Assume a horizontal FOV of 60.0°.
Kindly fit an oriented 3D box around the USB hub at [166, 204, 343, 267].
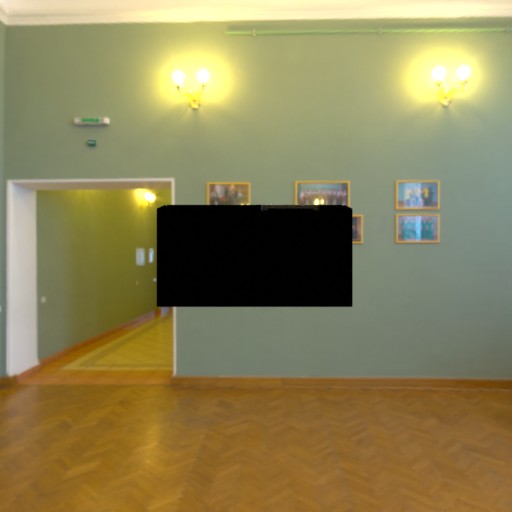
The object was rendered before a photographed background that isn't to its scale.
[{"bbox_3d":[0.000,0.000,0.126,0.044,0.023,0.110,0,0,1],"label":"USB hub"}]
